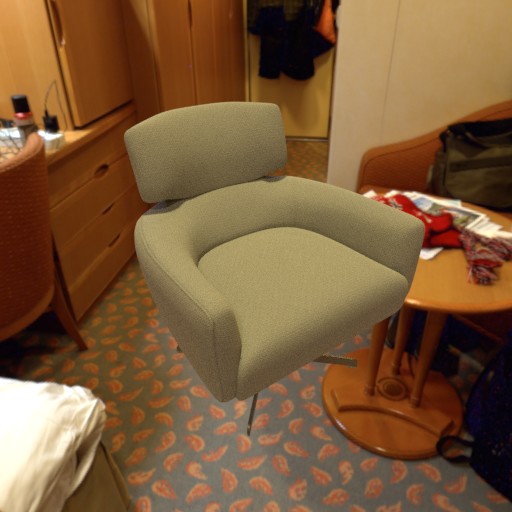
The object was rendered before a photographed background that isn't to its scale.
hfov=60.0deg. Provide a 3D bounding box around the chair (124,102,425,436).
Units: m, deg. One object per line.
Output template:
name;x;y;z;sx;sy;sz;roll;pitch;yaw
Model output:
chair;0.000;0.000;1.406;0.760;0.810;0.730;-21;37;-31
